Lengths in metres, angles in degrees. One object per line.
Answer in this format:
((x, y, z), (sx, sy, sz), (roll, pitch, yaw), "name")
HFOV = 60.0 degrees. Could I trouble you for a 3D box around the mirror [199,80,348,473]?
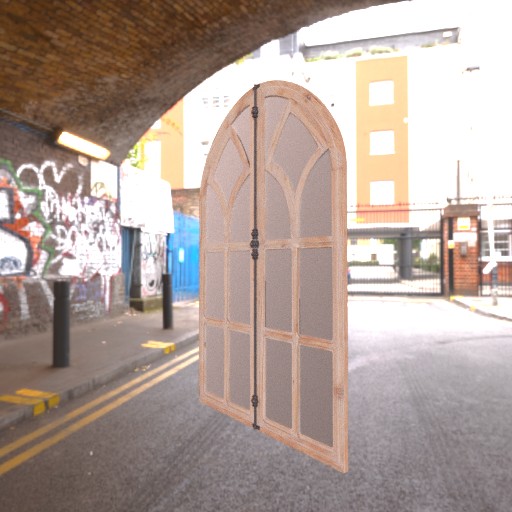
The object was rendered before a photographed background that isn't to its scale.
((0.000, 0.000, 1.176), (0.032, 0.915, 0.609), (1, -1, -37), "mirror")
